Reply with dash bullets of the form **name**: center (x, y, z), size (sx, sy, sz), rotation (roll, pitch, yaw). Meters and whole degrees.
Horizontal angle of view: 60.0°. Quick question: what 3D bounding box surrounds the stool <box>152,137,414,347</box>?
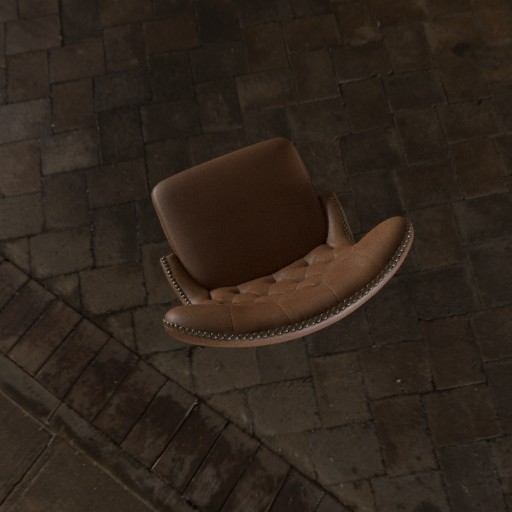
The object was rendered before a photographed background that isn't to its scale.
- **stool**: center (0.000, 0.000, 1.321), size (0.528, 0.971, 0.593), rotation (-22, 75, -6)
